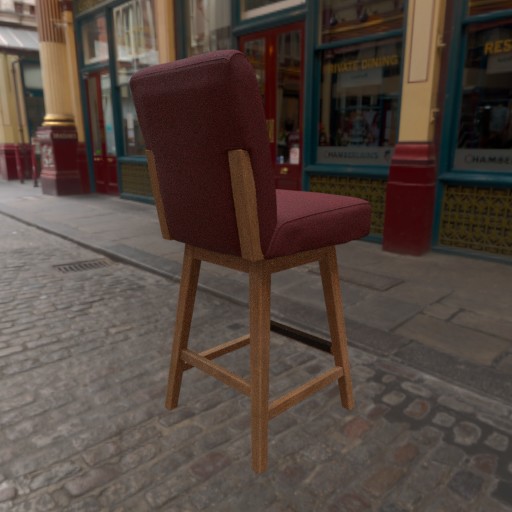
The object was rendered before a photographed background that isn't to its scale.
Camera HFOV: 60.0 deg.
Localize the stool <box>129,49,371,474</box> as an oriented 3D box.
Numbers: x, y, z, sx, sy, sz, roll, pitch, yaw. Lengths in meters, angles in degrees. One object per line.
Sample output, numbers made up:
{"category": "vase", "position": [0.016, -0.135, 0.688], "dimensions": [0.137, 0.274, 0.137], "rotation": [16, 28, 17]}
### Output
{"category": "stool", "position": [0.000, 0.000, 1.337], "dimensions": [0.562, 1.038, 0.468], "rotation": [-13, 19, -43]}
